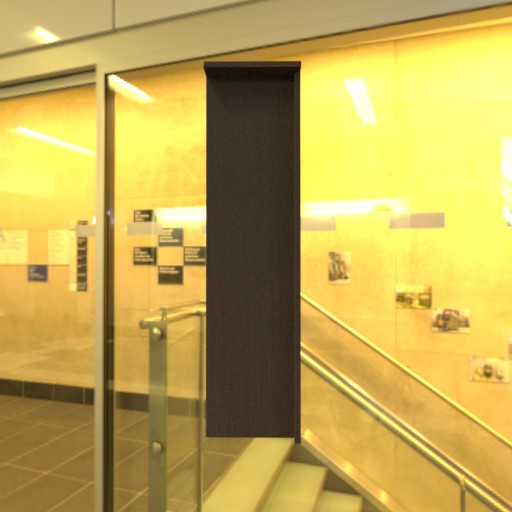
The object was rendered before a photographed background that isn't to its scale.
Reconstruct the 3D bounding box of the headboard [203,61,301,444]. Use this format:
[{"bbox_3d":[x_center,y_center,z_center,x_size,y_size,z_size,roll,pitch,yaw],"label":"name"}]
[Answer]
[{"bbox_3d":[0.000,0.000,2.089,0.279,1.092,1.671,0,-1,1],"label":"headboard"}]
